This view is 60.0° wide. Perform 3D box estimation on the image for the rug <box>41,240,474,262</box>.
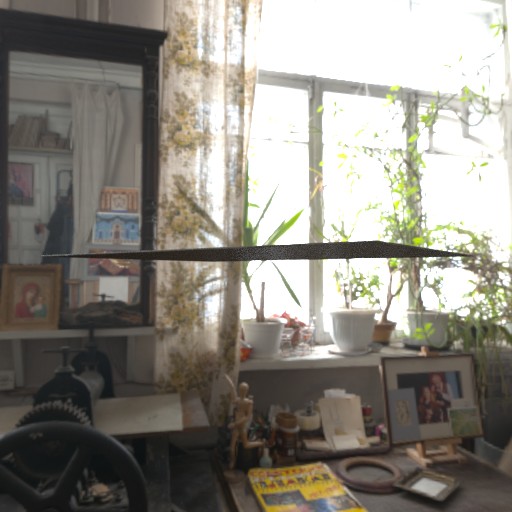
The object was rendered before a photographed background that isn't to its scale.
[{"bbox_3d":[0.000,0.000,4.235,3.353,0.013,2.438,-2,-3,37],"label":"rug"}]
